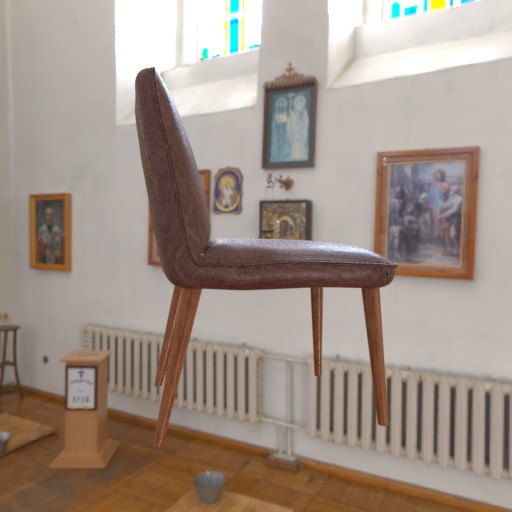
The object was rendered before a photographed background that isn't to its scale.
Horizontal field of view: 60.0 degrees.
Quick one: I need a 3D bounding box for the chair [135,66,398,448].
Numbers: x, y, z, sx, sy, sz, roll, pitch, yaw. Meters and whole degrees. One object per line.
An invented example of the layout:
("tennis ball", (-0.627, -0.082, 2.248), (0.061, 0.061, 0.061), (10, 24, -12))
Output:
("chair", (0.000, 0.000, 1.203), (0.645, 0.803, 0.543), (0, 0, -17))
